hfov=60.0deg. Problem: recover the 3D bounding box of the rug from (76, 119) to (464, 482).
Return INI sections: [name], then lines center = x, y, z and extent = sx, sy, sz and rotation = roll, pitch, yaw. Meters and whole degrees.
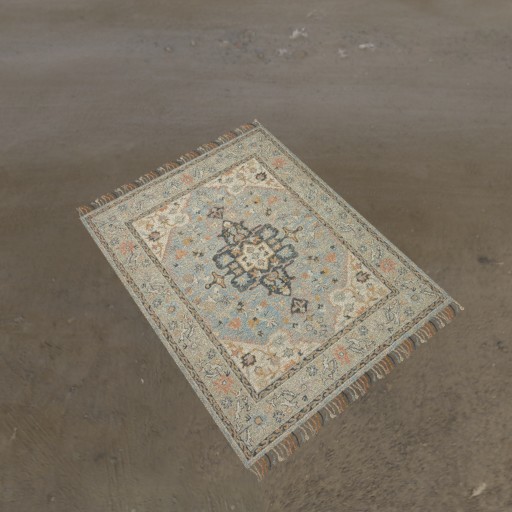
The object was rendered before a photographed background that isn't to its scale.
[rug]
center = 0.000, 0.000, 2.338
extent = 1.278, 0.009, 1.730
rotation = -32, 63, -19
